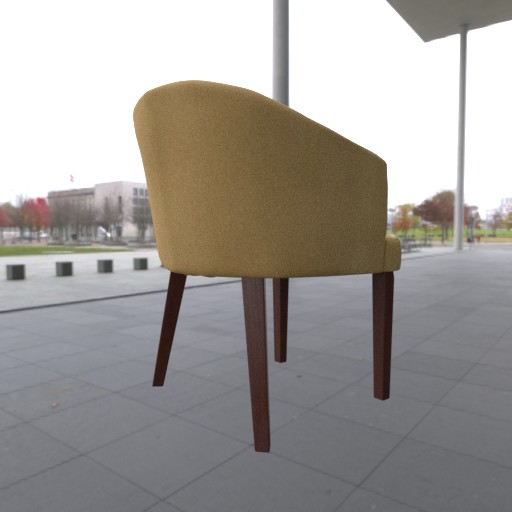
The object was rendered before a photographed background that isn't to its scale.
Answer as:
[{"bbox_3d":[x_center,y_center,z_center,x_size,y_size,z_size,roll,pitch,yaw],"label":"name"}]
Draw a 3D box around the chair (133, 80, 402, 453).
[{"bbox_3d":[0.000,0.000,1.256,0.655,0.811,0.583,-2,4,-37],"label":"chair"}]
